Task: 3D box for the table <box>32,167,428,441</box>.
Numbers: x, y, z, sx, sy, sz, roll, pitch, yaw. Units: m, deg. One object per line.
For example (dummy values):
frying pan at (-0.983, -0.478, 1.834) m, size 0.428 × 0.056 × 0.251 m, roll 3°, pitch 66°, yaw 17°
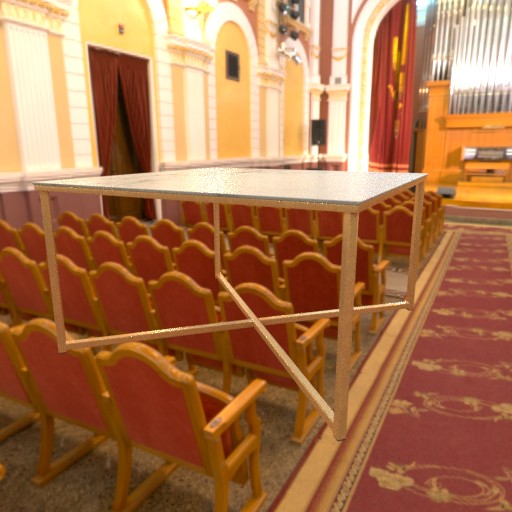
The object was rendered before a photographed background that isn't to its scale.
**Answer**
table at (0.000, 0.000, 1.283) m, size 0.800 × 0.450 × 0.800 m, roll 7°, pitch 16°, yaw 27°
